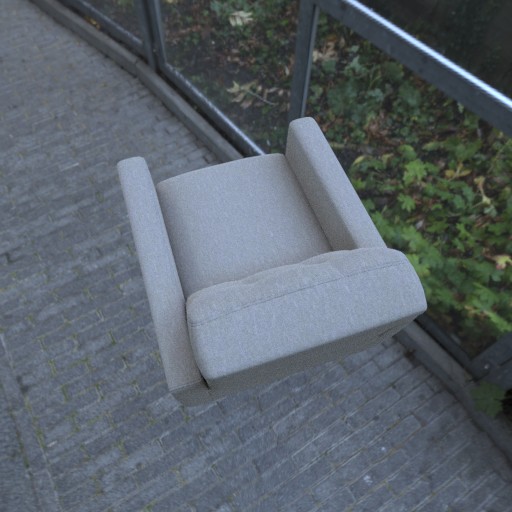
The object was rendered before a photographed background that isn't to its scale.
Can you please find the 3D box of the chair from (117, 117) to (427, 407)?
[{"bbox_3d":[0.000,0.000,1.811,0.897,0.965,1.128,-16,60,-9],"label":"chair"}]
